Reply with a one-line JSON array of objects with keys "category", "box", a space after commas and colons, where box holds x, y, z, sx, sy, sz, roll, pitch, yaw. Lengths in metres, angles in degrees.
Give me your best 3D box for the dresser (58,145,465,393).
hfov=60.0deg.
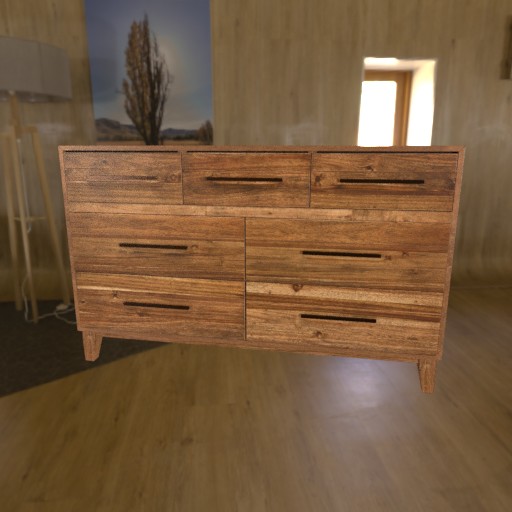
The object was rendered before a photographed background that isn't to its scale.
[{"category": "dresser", "box": [0.000, 0.000, 1.805, 1.400, 0.873, 0.446, 3, 14, 10]}]
